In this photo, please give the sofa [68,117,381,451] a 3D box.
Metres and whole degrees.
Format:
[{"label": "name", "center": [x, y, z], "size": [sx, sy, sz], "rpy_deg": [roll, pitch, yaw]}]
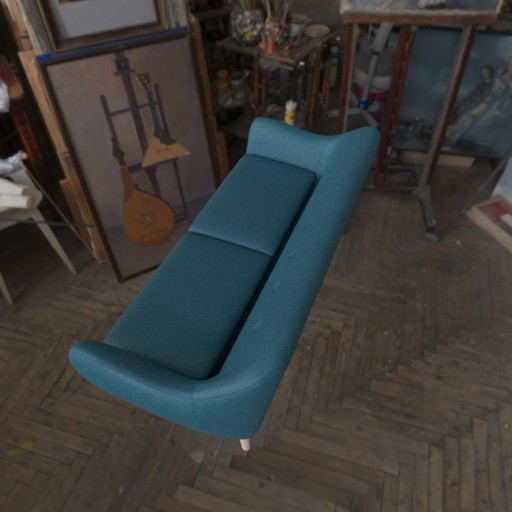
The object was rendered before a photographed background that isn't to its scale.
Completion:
[{"label": "sofa", "center": [0.000, 0.000, 2.244], "size": [0.820, 0.836, 1.840], "rpy_deg": [17, 50, 15]}]
